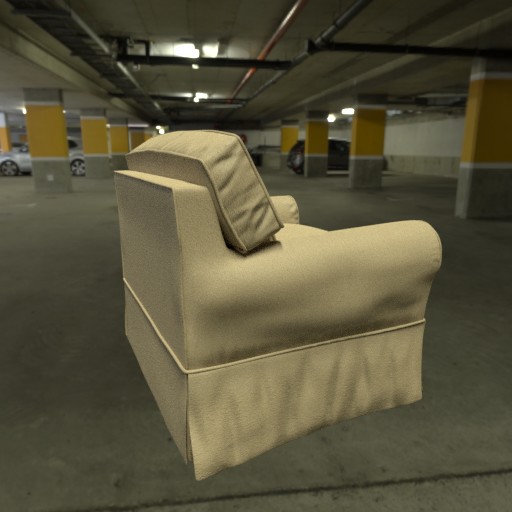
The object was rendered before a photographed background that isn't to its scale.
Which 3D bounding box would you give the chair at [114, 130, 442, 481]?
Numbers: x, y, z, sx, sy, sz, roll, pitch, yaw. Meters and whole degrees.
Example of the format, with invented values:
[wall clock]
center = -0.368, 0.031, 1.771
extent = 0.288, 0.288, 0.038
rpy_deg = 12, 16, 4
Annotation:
[chair]
center = 0.000, 0.000, 1.747
extent = 0.903, 0.937, 1.096
rpy_deg = -6, 15, -25
